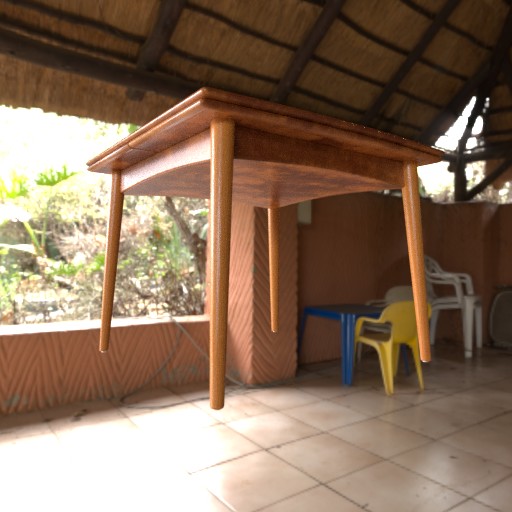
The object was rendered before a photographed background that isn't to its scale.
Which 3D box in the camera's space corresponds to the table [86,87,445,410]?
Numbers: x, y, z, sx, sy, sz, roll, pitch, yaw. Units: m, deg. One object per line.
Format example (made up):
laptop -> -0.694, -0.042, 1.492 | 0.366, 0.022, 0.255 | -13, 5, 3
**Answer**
table -> 0.000, 0.000, 1.666 | 0.991, 0.754, 0.991 | 1, -1, -36
